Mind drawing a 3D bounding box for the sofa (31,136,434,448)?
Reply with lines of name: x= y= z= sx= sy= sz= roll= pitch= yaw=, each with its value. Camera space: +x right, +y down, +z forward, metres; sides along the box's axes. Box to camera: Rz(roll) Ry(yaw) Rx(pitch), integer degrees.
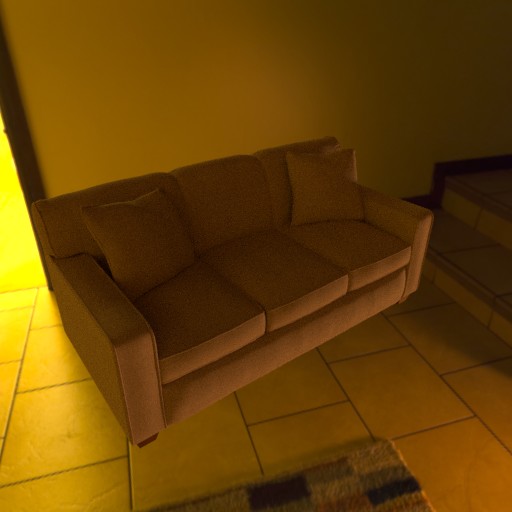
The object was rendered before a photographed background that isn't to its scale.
sofa: x=0.000 y=0.000 z=2.535 sx=2.024 sy=0.958 sz=0.997 roll=-20 pitch=35 yaw=-32
